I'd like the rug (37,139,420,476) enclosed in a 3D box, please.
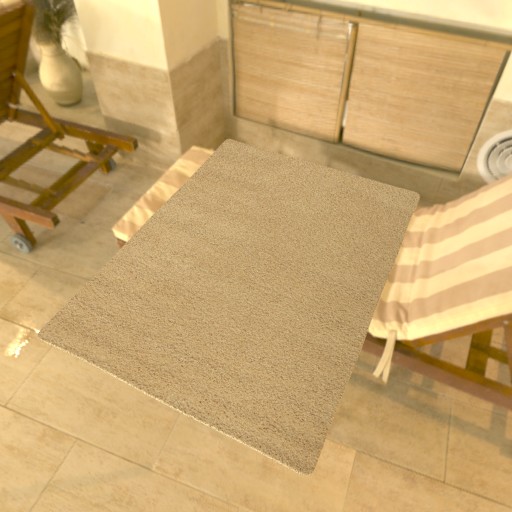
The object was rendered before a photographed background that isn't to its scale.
[{"bbox_3d":[0.000,0.000,2.102,1.199,0.025,1.600,20,51,18],"label":"rug"}]
